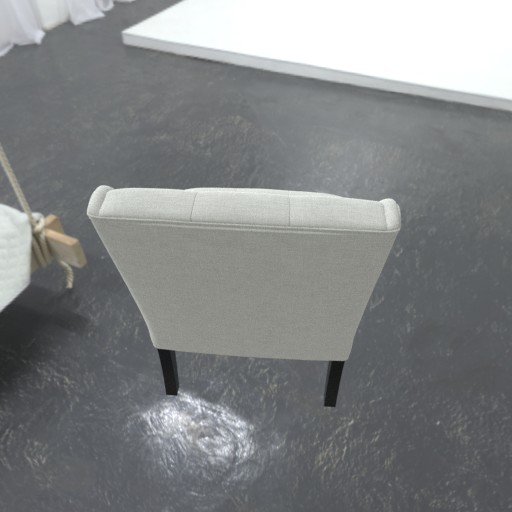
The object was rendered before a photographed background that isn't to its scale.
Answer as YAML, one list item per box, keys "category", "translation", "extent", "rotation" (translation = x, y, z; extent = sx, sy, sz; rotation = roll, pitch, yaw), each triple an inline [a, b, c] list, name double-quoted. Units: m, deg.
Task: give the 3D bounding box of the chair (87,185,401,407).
- category: "chair"
  translation: [0.000, 0.000, 1.286]
  extent: [0.569, 0.853, 0.676]
  rotation: [3, 44, 3]
